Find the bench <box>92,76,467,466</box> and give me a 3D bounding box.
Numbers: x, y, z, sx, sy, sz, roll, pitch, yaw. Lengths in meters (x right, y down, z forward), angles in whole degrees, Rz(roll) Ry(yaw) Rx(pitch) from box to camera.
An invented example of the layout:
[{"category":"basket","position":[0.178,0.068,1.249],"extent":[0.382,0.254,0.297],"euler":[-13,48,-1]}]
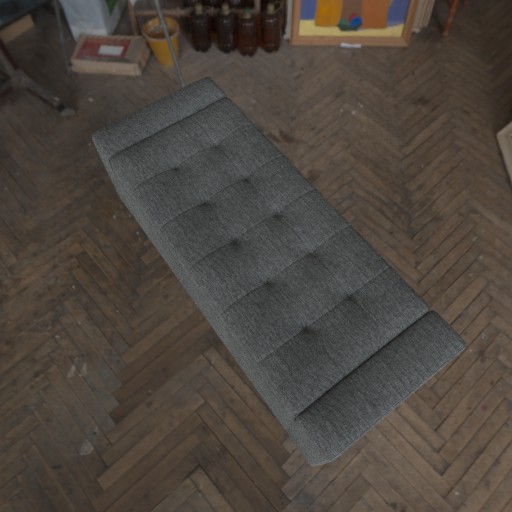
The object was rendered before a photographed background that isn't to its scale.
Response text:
[{"category":"bench","position":[0.000,0.000,1.559],"extent":[0.508,0.445,1.296],"euler":[-33,67,-16]}]
